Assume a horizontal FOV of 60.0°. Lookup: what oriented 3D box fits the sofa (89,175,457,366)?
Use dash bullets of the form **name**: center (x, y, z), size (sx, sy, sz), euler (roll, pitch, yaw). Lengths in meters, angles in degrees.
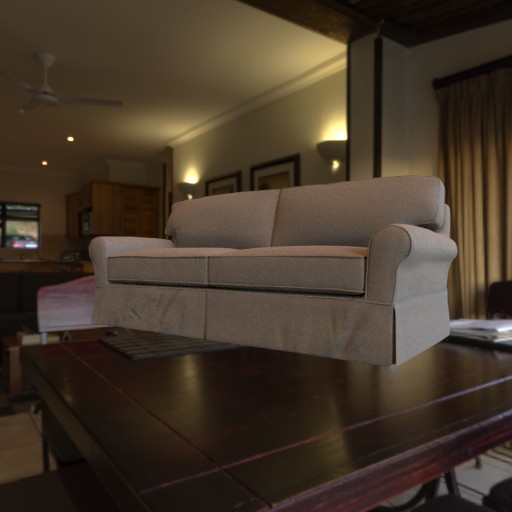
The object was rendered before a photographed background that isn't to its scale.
- **sofa**: center (0.000, 0.000, 2.831), size (2.248, 0.943, 0.991), euler (0, 0, 36)
